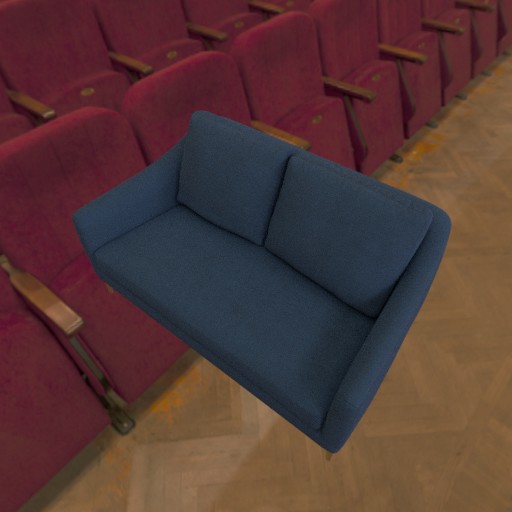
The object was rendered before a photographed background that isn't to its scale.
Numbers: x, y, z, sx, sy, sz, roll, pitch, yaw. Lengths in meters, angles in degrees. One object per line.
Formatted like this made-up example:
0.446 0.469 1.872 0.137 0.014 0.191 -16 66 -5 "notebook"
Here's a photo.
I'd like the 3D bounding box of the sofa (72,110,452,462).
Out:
0.000 0.000 2.170 1.619 0.902 0.960 30 52 26 "sofa"
